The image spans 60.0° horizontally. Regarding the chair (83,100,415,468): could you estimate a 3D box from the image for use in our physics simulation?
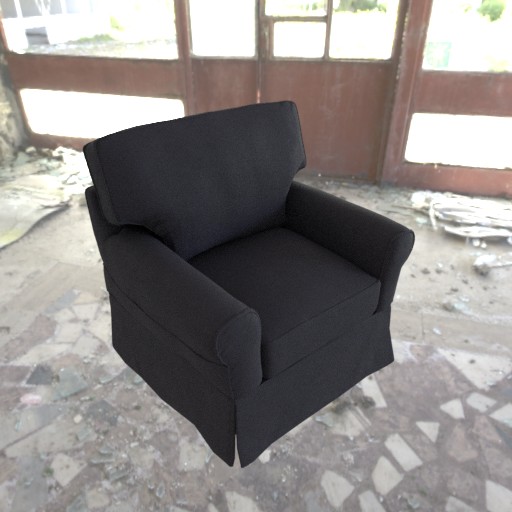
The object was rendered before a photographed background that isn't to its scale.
[{"bbox_3d":[0.000,0.000,1.962,1.119,1.140,1.002,-23,38,-33],"label":"chair"}]
